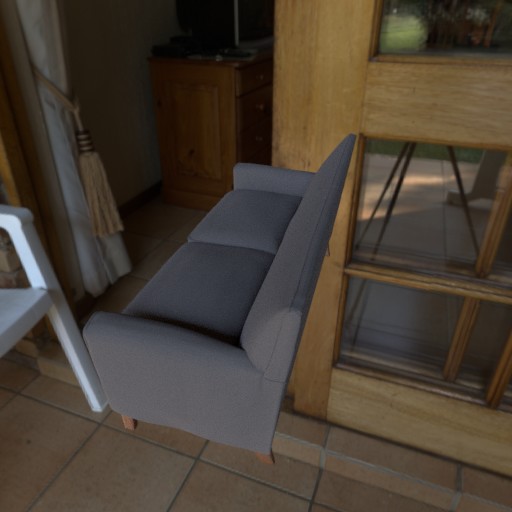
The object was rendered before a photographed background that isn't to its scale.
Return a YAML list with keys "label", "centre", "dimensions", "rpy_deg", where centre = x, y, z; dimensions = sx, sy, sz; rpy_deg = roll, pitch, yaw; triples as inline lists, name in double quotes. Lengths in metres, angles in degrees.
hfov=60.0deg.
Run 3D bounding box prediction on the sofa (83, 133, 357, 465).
- label: "sofa"
  centre: [0.000, 0.000, 2.441]
  dimensions: [0.843, 0.907, 2.002]
  rpy_deg: [8, 32, 13]
